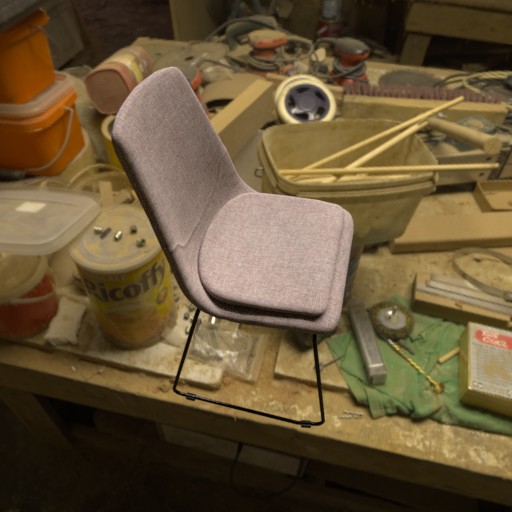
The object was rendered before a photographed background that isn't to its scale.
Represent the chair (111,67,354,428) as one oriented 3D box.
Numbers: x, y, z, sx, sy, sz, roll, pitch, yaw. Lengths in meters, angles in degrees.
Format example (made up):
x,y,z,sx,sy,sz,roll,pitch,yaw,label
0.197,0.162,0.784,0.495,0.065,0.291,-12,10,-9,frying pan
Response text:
x,y,z,sx,sy,sz,roll,pitch,yaw,label
0.000,0.000,1.162,0.518,0.858,0.479,11,48,10,chair
